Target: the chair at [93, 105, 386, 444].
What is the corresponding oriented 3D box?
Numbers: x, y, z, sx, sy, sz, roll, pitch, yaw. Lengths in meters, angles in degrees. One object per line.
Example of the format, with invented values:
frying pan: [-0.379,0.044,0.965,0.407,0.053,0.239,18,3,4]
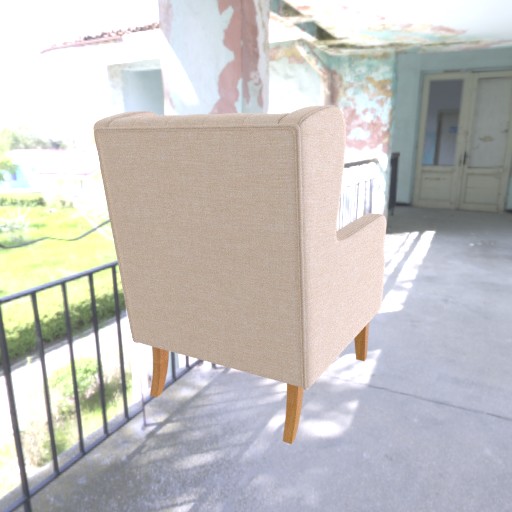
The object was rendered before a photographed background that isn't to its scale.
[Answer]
chair: [0.000,0.000,1.501,0.710,0.930,0.760,8,17,27]
